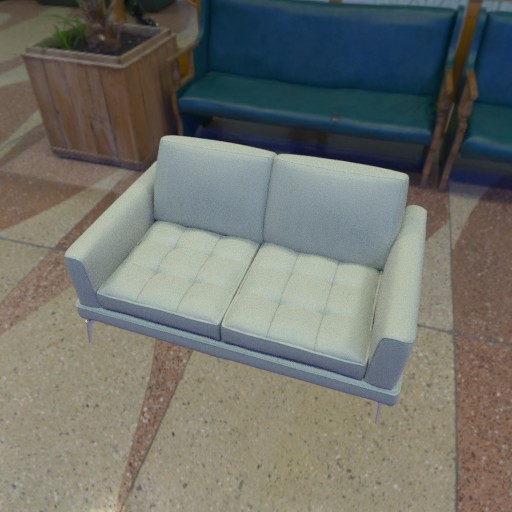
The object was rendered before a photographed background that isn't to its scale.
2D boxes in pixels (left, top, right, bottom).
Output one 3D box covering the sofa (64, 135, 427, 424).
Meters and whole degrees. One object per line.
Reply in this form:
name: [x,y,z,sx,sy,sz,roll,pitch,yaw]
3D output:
sofa: [0.000,0.000,2.536,1.819,0.930,1.121,13,43,14]
